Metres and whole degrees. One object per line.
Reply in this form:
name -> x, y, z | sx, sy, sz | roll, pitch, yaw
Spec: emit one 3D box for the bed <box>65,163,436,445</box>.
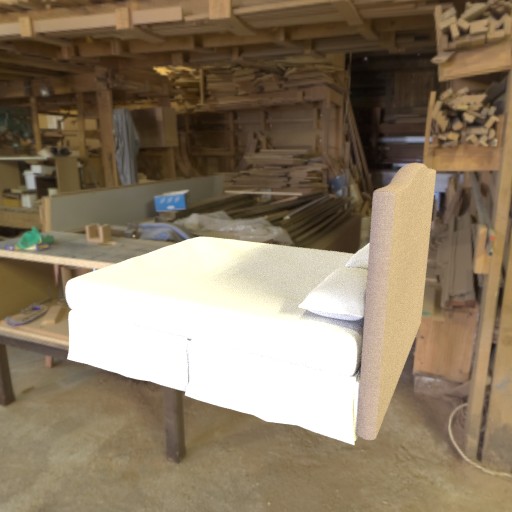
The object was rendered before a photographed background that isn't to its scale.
bed -> 0.000, 0.000, 3.379 | 2.282, 1.436, 1.821 | 7, 16, 26
